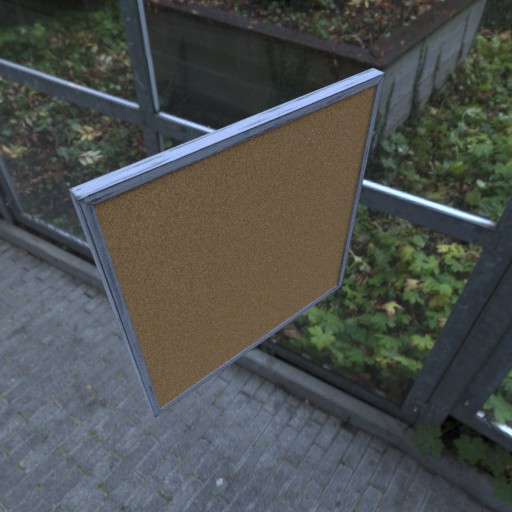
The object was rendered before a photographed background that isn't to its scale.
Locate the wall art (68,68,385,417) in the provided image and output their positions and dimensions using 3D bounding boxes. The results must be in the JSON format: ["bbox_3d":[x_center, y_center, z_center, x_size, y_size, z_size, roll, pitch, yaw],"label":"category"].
[{"bbox_3d":[0.000,0.000,1.149,0.761,0.761,0.037,-30,52,-27],"label":"wall art"}]
